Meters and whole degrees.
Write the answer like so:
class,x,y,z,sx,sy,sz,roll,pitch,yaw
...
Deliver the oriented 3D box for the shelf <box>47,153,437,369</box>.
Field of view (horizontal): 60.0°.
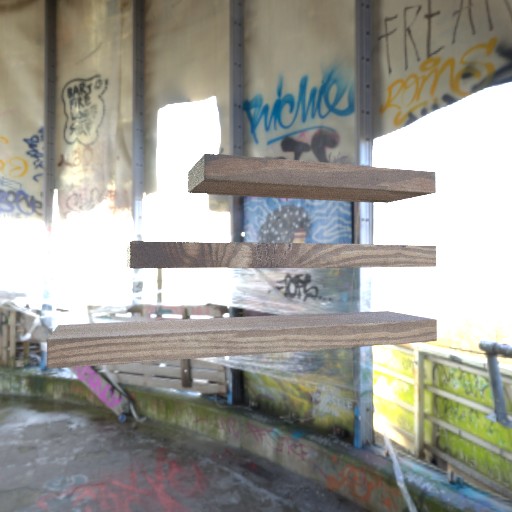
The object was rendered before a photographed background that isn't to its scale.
class,x,y,z,sx,sy,sz,roll,pitch,yaw
shelf,0.000,0.000,0.730,0.610,0.293,0.140,0,-1,-19
